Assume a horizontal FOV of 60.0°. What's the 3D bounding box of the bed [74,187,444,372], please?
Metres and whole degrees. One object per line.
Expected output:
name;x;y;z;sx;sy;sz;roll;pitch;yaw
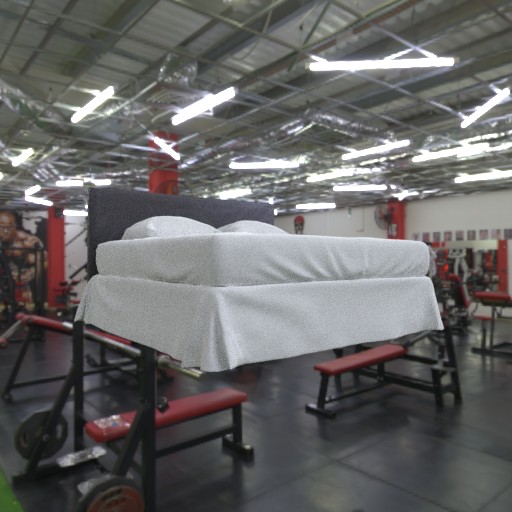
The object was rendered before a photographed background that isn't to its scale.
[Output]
bed;0.000;0.000;3.552;2.255;1.158;2.165;0;0;-37
